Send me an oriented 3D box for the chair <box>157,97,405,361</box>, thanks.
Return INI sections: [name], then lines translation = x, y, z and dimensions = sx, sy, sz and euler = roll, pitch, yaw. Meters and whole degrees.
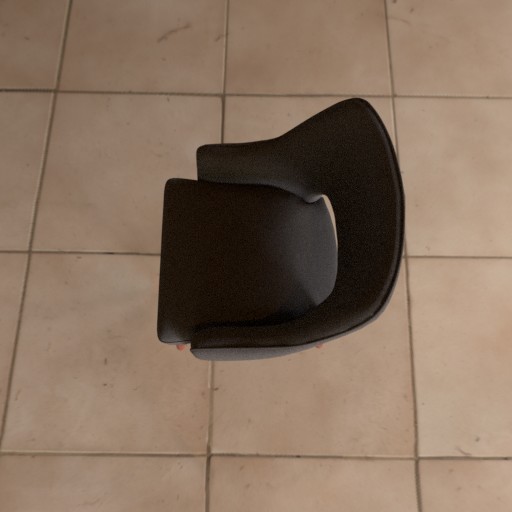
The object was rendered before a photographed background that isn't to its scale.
[chair]
translation = 0.000, 0.000, 1.209
dimensions = 0.560, 0.838, 0.559
euler = 0, 75, 0
